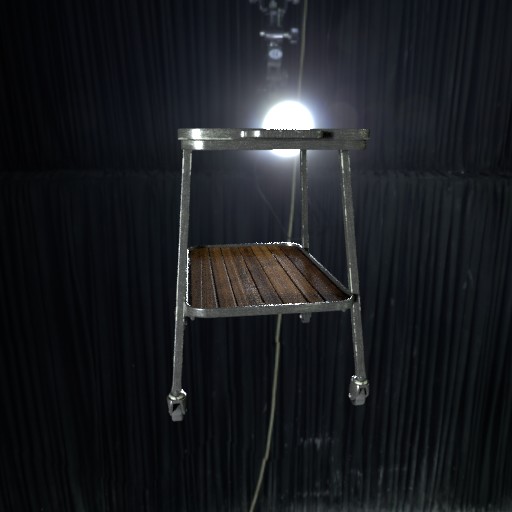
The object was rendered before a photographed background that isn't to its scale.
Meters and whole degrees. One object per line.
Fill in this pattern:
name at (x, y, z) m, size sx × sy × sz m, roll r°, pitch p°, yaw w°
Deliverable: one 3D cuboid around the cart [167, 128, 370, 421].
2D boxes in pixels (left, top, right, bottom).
cart at (0.000, 0.000, 1.297) m, size 0.515 × 0.700 × 0.806 m, roll -2°, pitch 15°, yaw -8°
